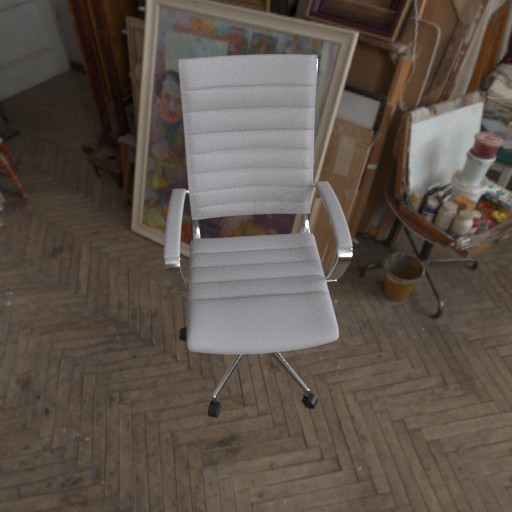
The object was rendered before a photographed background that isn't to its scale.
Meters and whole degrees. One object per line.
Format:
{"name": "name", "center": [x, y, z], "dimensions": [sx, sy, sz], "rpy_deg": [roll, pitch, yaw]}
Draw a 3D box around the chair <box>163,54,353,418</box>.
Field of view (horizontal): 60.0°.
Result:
{"name": "chair", "center": [0.000, 0.000, 1.574], "dimensions": [0.679, 1.149, 0.667], "rpy_deg": [-3, 46, -3]}
